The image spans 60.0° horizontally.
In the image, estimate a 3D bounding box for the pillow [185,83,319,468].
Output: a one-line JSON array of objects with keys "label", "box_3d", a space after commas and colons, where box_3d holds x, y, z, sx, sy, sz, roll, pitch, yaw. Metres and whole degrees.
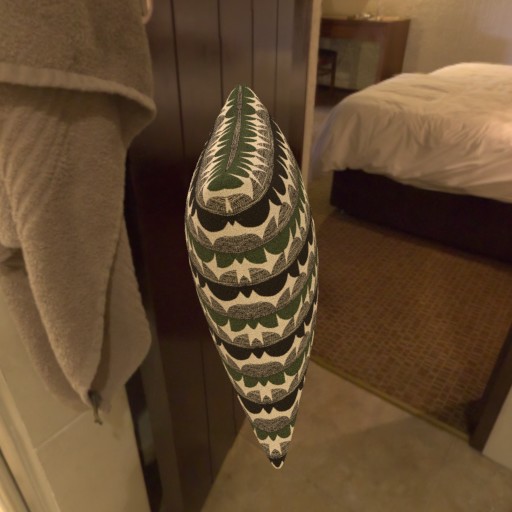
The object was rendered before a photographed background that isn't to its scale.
[{"label": "pillow", "box_3d": [0.000, 0.000, 0.650, 0.180, 0.404, 0.419, 0, 32, 0]}]
